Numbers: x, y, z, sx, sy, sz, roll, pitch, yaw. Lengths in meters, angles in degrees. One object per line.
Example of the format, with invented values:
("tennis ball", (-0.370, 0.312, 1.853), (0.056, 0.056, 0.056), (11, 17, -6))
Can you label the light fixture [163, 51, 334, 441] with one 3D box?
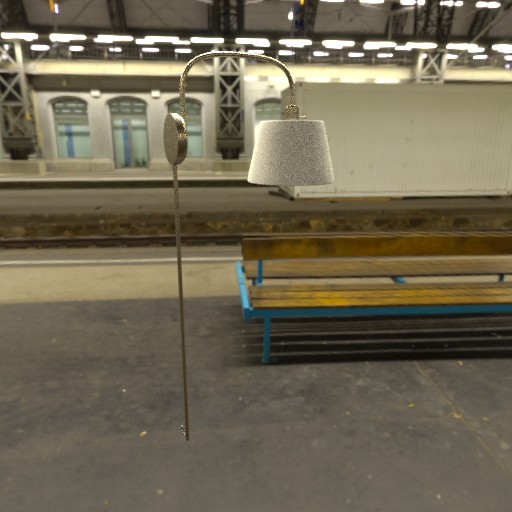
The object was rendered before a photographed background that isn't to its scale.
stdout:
("light fixture", (0.000, 0.000, 0.475), (0.176, 0.399, 0.092), (-8, 17, -26))
